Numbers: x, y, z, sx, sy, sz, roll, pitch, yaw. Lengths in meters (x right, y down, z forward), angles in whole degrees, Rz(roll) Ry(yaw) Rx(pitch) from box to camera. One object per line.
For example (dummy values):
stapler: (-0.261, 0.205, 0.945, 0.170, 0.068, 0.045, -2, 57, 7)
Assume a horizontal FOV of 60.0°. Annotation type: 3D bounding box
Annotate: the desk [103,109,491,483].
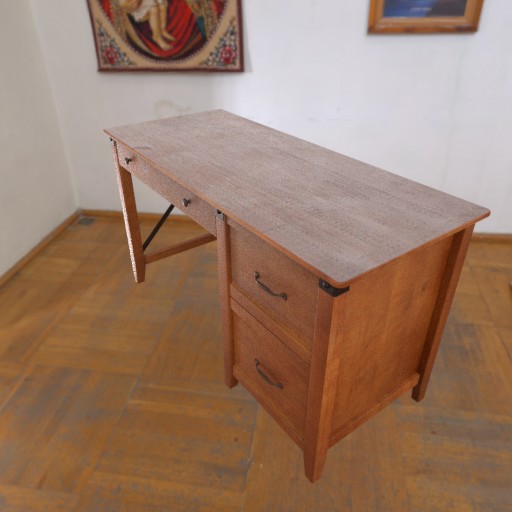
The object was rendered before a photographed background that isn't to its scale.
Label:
desk: (0.000, 0.000, 1.695, 0.574, 0.756, 1.353, -21, 38, -30)
